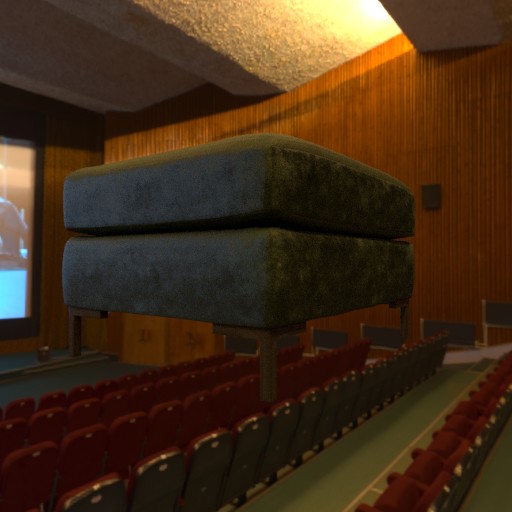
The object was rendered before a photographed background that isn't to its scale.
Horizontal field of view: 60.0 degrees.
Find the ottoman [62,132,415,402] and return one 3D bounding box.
[{"bbox_3d":[0.000,0.000,1.315,0.701,0.538,0.839,0,-1,36],"label":"ottoman"}]
